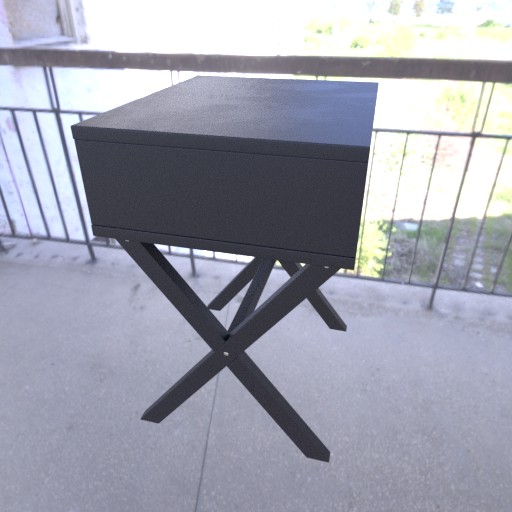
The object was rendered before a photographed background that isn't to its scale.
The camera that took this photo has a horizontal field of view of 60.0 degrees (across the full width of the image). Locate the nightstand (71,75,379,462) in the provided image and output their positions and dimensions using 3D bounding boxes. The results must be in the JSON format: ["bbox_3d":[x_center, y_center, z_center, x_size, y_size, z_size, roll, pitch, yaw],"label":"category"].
[{"bbox_3d":[0.000,0.000,0.919,0.402,0.623,0.479,7,31,13],"label":"nightstand"}]
